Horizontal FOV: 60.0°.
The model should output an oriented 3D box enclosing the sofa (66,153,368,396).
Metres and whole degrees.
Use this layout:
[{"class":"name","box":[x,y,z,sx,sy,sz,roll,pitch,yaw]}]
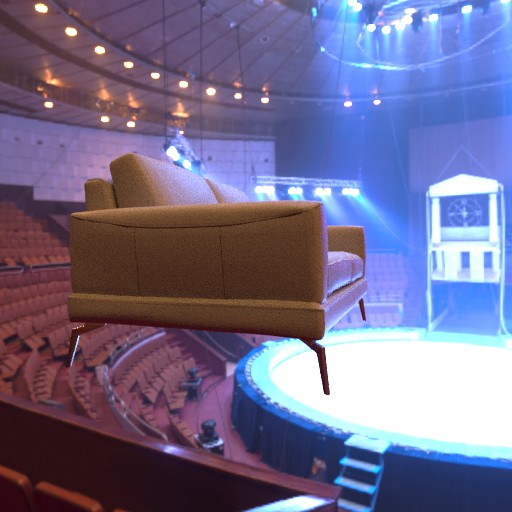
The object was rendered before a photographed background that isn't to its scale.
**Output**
[{"class":"sofa","box":[0.000,0.000,2.502,1.121,0.930,1.819,0,1,19]}]
